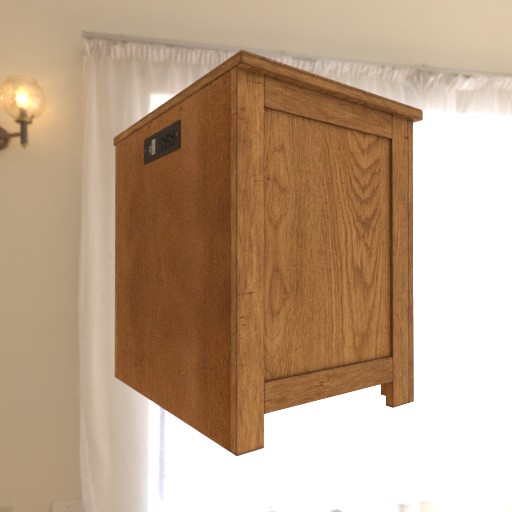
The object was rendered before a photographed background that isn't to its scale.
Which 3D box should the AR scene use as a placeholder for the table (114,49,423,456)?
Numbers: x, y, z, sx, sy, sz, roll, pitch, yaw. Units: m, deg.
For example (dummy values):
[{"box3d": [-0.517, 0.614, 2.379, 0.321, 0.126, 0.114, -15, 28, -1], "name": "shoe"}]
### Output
[{"box3d": [0.000, 0.000, 1.060, 0.494, 0.625, 0.601, 0, -1, -36], "name": "table"}]
